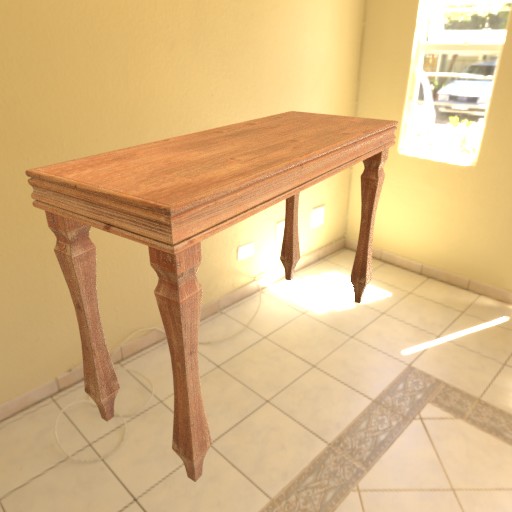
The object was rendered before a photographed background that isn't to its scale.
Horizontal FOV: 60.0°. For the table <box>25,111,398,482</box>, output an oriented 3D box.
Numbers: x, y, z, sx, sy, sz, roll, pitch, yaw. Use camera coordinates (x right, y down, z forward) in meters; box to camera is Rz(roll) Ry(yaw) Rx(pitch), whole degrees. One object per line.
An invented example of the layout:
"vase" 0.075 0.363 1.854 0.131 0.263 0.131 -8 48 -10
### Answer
"table" 0.000 0.000 1.685 0.522 0.873 1.330 17 31 31
